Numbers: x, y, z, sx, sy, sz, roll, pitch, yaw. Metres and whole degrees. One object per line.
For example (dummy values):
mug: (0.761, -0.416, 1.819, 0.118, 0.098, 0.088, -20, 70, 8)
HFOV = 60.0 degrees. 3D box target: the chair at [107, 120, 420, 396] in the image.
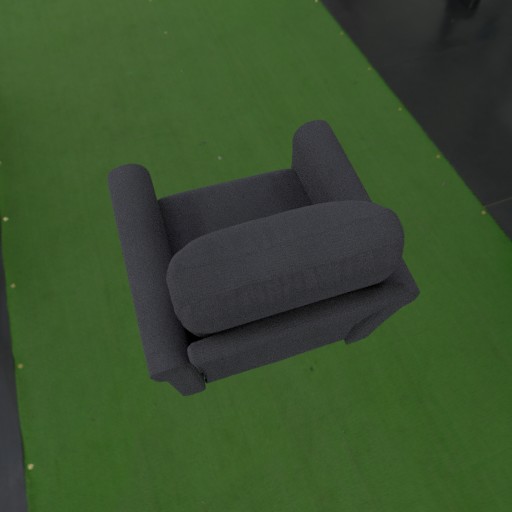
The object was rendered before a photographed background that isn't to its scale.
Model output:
chair: (0.000, 0.000, 1.570, 0.867, 0.942, 0.828, -16, 61, -9)
